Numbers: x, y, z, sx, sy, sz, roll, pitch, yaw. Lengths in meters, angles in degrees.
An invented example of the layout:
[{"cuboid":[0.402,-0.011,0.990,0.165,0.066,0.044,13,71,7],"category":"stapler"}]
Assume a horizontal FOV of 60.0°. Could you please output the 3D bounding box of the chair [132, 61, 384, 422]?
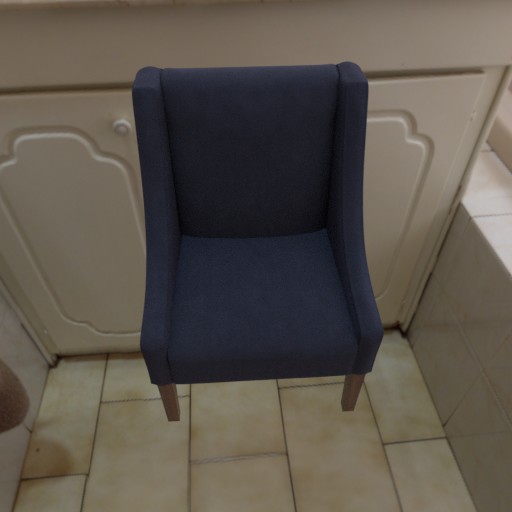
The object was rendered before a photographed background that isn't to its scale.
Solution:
[{"cuboid":[0.000,0.000,1.313,0.629,0.895,0.629,-2,45,-2],"category":"chair"}]
